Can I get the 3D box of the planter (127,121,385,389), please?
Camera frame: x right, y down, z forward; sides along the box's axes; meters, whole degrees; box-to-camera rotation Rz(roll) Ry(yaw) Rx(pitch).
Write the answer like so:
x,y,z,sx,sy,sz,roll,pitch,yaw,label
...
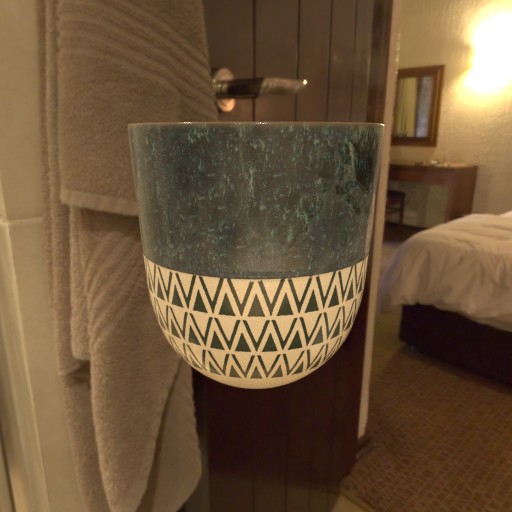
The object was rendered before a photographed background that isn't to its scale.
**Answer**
x,y,z,sx,sy,sz,roll,pitch,yaw,label
0.000,0.000,0.376,0.195,0.214,0.195,0,16,0,planter
